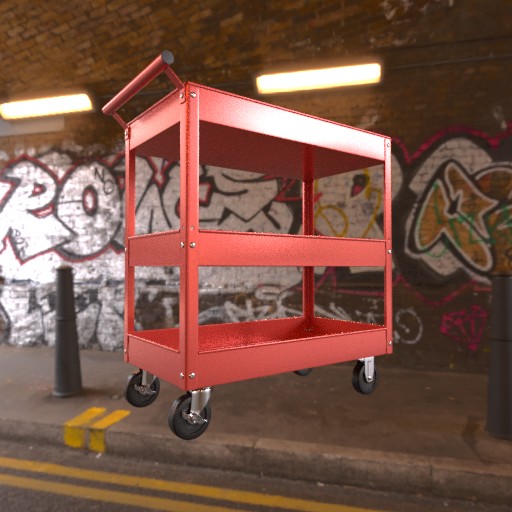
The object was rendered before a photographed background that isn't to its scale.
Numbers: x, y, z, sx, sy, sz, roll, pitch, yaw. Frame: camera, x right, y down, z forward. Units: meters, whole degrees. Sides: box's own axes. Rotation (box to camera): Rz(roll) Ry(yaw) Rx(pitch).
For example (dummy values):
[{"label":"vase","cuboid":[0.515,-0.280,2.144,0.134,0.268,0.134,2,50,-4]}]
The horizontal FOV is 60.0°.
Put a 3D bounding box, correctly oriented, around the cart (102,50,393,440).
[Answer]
[{"label":"cart","cuboid":[0.000,0.000,1.201,0.719,0.780,0.366,1,-2,-36]}]
